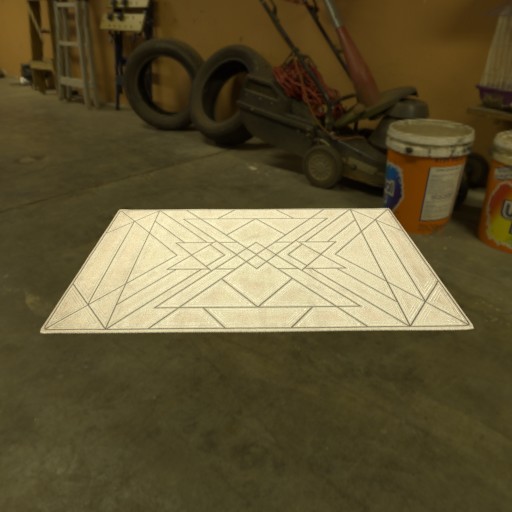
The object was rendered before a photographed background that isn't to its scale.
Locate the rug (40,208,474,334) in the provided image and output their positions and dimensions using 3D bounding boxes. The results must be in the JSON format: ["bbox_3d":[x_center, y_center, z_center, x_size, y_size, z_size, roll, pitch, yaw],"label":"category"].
[{"bbox_3d":[0.000,0.000,4.488,3.381,0.026,2.436,0,29,-1],"label":"rug"}]
